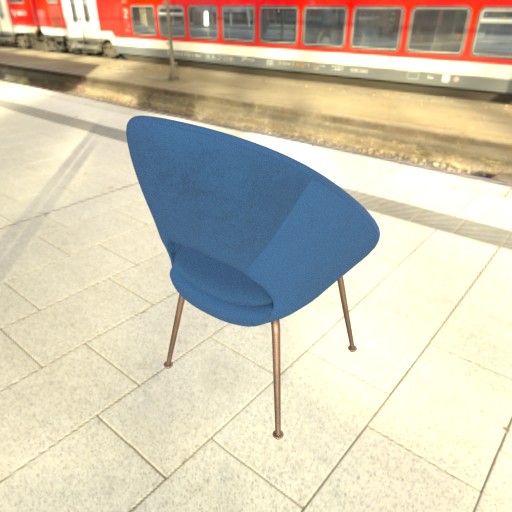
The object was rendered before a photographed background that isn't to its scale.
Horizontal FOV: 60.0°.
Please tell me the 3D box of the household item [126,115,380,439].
[{"bbox_3d":[0.000,0.000,1.262,0.623,0.852,0.573,21,36,32],"label":"household item"}]
